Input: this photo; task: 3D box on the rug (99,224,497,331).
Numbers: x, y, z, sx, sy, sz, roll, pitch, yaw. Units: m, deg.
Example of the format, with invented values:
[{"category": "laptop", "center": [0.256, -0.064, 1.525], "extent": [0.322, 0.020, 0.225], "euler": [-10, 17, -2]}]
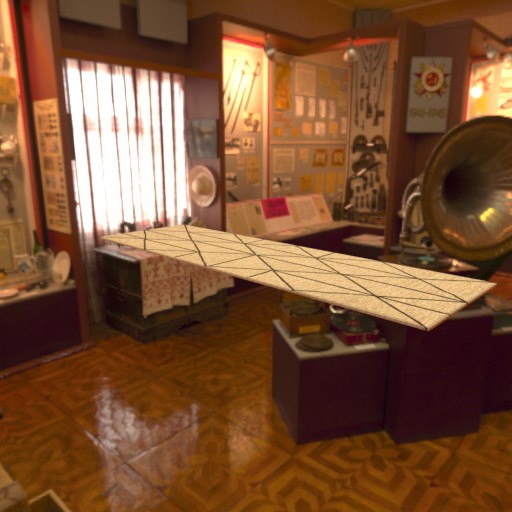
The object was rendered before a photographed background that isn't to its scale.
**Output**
[{"category": "rug", "center": [0.000, 0.000, 2.654], "extent": [2.438, 0.012, 0.762], "euler": [13, 18, 43]}]
